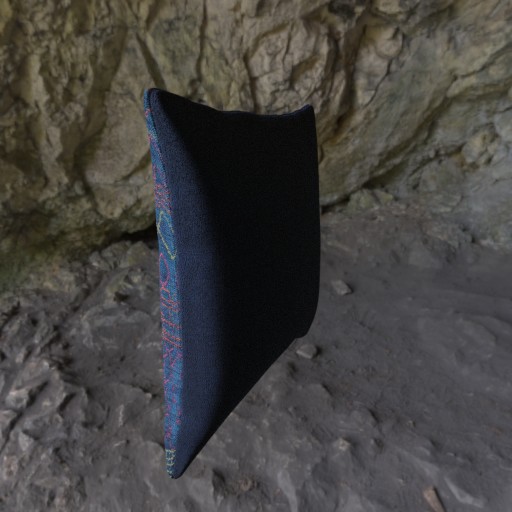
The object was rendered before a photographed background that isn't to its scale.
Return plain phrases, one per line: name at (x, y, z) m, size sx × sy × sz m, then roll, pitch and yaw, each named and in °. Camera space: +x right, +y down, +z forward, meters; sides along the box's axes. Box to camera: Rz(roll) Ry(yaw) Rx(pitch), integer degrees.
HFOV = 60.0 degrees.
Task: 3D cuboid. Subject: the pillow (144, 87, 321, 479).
pillow at (0.000, 0.000, 0.632) m, size 0.141 × 0.431 × 0.431 m, roll 8°, pitch 17°, yaw 25°
